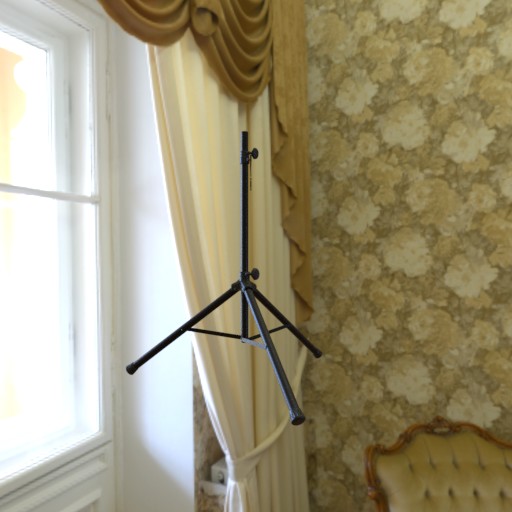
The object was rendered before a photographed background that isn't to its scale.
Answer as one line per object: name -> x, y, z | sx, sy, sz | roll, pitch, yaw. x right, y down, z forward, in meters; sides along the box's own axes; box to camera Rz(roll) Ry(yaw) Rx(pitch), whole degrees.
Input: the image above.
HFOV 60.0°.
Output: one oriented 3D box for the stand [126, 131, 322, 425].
stand -> 0.000, 0.000, 1.890 | 1.045, 1.136, 0.907 | 0, 0, -18
